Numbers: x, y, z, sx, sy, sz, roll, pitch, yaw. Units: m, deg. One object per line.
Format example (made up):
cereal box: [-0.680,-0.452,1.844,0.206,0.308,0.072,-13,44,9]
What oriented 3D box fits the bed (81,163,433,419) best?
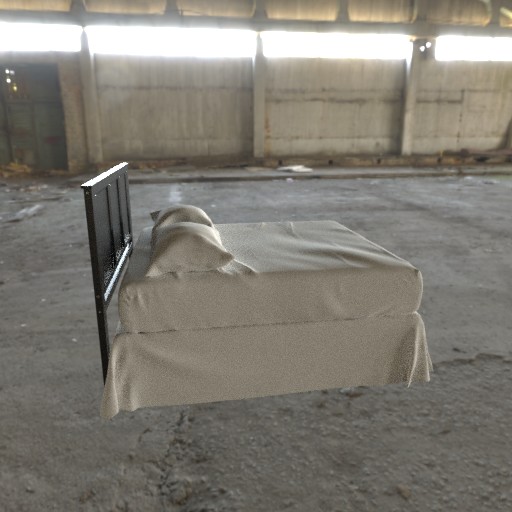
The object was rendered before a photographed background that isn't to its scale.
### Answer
bed: [0.000,0.000,3.298,2.050,1.270,1.870,-3,16,-9]
